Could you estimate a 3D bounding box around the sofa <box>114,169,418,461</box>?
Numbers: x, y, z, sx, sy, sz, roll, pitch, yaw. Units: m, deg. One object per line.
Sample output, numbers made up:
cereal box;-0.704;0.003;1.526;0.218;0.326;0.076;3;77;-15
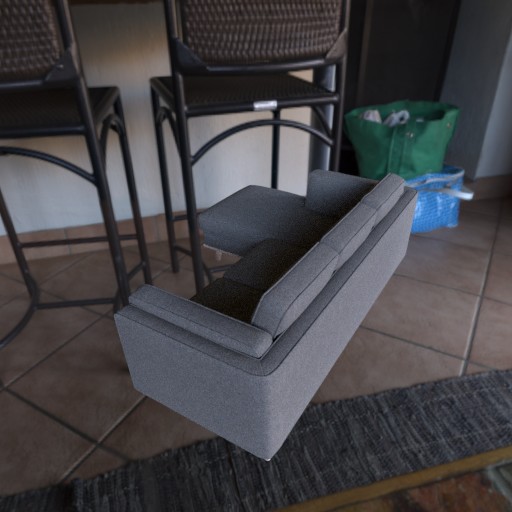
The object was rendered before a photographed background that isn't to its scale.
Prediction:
sofa;0.000;0.000;3.134;1.604;0.929;2.411;17;35;27
